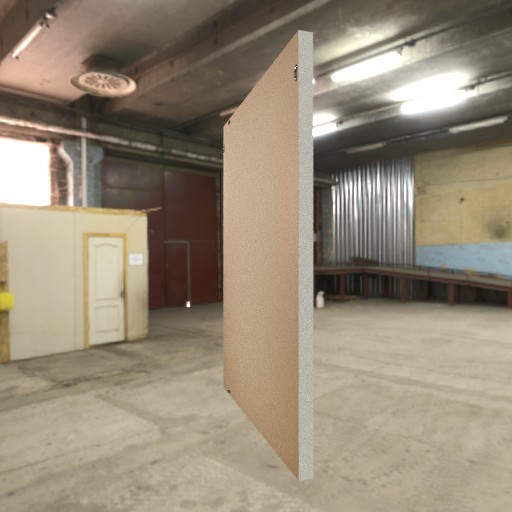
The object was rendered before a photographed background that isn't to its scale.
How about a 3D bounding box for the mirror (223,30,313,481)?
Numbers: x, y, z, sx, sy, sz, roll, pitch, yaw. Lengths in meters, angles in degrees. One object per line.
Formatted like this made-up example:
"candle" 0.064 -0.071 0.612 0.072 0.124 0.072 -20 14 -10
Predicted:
"mirror" 0.000 0.000 1.367 0.041 1.016 0.762 0 0 -17
